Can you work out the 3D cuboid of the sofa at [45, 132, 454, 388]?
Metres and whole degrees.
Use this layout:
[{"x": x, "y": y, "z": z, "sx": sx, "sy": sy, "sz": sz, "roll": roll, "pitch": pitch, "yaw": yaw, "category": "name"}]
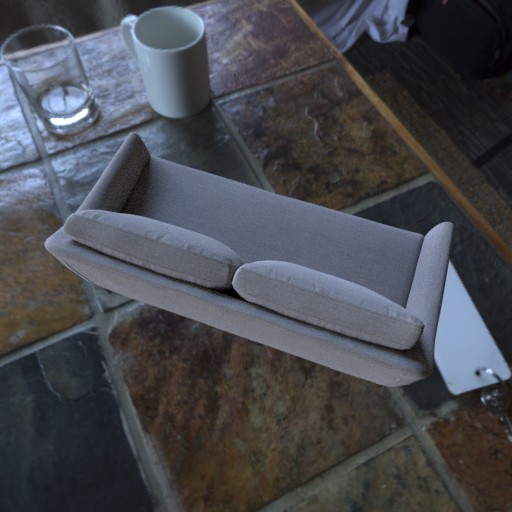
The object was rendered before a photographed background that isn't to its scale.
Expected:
[{"x": 0.000, "y": 0.000, "z": 2.559, "sx": 2.036, "sy": 0.913, "sz": 0.980, "roll": 18, "pitch": 64, "yaw": 9, "category": "sofa"}]
